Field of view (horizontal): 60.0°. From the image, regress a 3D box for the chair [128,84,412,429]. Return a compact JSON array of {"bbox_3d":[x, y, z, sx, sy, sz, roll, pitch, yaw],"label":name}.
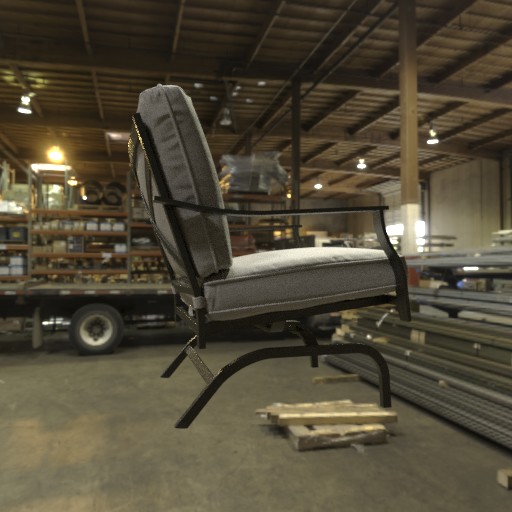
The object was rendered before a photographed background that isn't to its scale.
[{"bbox_3d":[0.000,0.000,1.418,0.787,0.860,0.650,0,-1,-16],"label":"chair"}]
